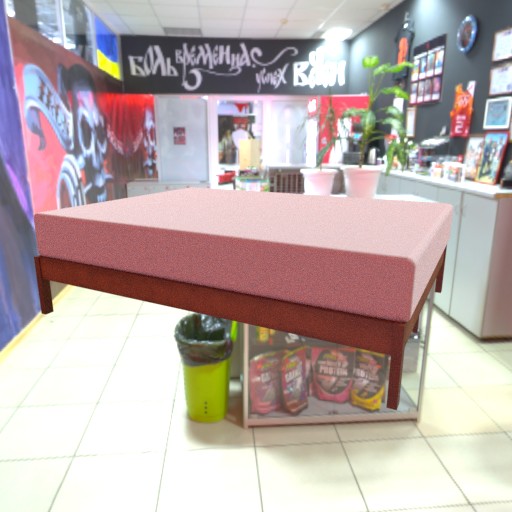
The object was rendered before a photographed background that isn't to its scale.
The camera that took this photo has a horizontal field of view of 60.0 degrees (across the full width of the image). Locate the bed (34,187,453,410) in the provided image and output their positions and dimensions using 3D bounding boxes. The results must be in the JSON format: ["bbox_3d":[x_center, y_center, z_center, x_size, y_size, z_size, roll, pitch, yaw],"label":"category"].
[{"bbox_3d":[0.000,0.000,2.716,2.050,0.593,1.529,8,17,27],"label":"bed"}]
